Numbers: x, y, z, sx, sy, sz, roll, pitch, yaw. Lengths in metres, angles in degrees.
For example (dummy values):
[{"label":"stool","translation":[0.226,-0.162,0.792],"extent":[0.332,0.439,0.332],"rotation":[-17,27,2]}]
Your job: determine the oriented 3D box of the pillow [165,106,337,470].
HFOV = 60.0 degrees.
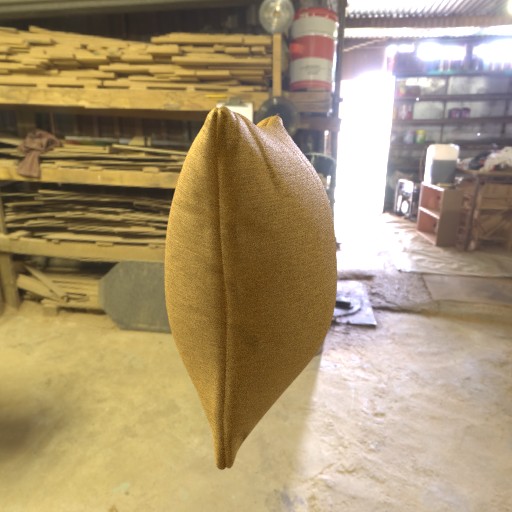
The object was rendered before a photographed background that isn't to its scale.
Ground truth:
[{"label":"pillow","translation":[0.000,0.000,0.674],"extent":[0.247,0.417,0.435],"rotation":[3,16,9]}]
